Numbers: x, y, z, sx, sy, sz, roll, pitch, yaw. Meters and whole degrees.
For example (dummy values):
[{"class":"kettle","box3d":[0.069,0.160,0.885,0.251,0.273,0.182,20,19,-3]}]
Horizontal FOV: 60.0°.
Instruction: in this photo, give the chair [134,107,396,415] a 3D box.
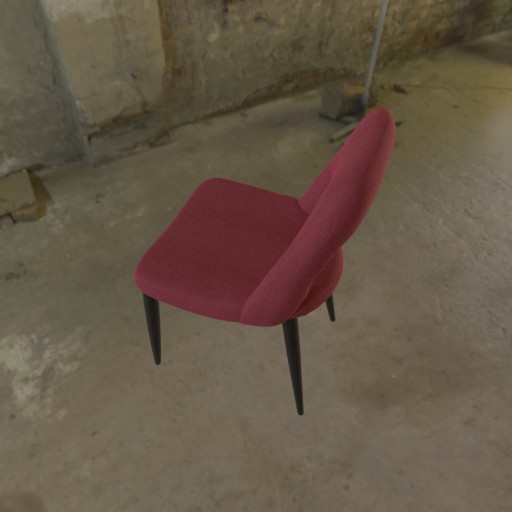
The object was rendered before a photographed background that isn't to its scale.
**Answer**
[{"class":"chair","box3d":[0.000,0.000,1.245,0.569,0.892,0.483,17,50,15]}]
